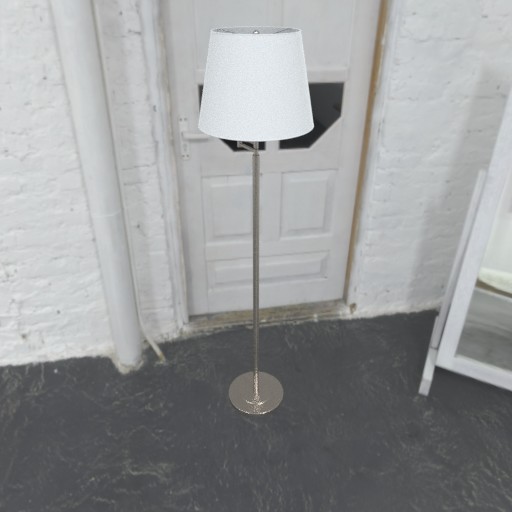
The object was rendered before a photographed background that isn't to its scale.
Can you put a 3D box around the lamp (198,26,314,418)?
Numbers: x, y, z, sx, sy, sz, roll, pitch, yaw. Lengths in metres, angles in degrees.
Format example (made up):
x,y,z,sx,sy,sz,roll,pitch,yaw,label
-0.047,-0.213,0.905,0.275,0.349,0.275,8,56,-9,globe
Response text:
x,y,z,sx,sy,sz,roll,pitch,yaw,label
0.000,0.000,1.617,0.355,1.473,0.355,0,31,0,lamp
